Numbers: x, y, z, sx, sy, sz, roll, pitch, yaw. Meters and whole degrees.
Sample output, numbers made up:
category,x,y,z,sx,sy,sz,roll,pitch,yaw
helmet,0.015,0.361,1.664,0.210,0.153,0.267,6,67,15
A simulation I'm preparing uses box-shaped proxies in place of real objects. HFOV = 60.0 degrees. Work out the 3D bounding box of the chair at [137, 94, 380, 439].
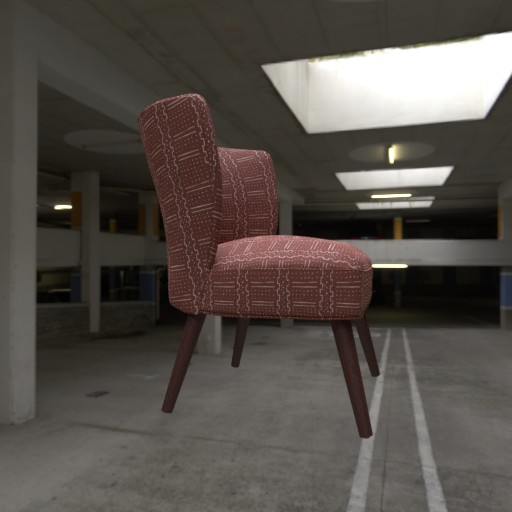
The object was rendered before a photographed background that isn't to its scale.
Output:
category,x,y,z,sx,sy,sz,roll,pitch,yaw
chair,0.000,0.000,1.438,0.758,0.866,0.706,0,-1,17
